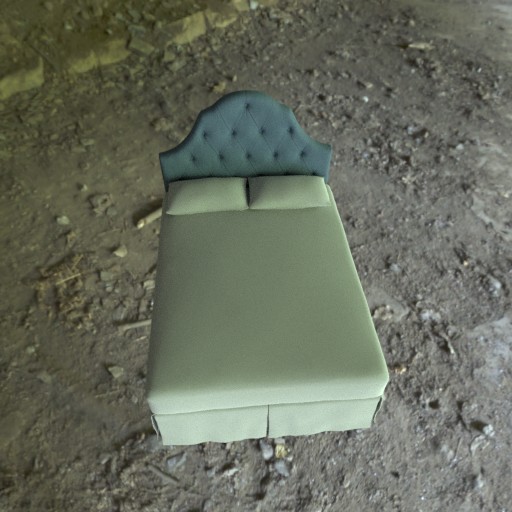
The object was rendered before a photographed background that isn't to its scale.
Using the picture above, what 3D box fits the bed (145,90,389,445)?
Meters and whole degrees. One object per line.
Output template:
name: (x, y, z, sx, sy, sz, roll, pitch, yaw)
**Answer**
bed: (0.000, 0.000, 3.359, 1.636, 1.575, 2.155, -3, 47, -3)
